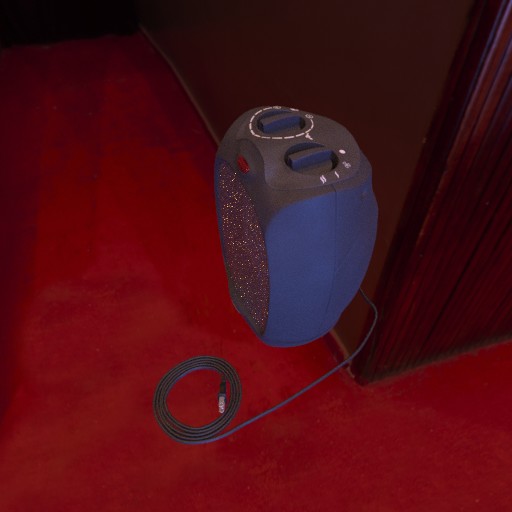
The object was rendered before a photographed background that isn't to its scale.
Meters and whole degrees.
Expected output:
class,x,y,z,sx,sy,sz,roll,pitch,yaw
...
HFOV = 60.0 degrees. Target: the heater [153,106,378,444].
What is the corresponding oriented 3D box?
class,x,y,z,sx,sy,sz,roll,pitch,yaw
heater,0.000,0.000,0.461,0.291,0.240,0.239,-17,50,-15
